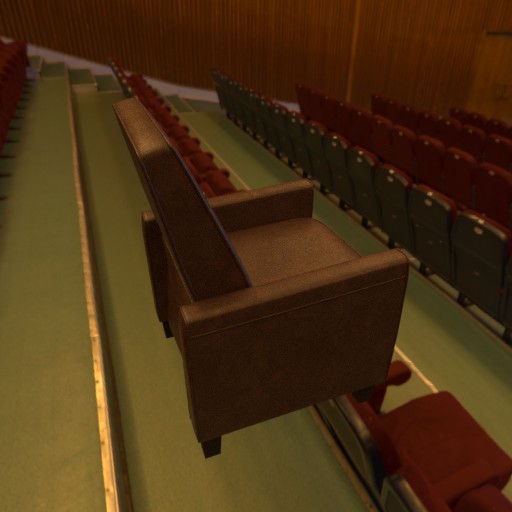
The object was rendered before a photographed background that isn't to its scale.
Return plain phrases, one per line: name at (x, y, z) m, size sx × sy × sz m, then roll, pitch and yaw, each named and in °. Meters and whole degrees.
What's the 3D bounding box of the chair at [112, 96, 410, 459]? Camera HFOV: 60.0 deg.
chair at (0.000, 0.000, 1.506) m, size 0.746 × 1.013 × 0.705 m, roll -12°, pitch 33°, yaw -18°
